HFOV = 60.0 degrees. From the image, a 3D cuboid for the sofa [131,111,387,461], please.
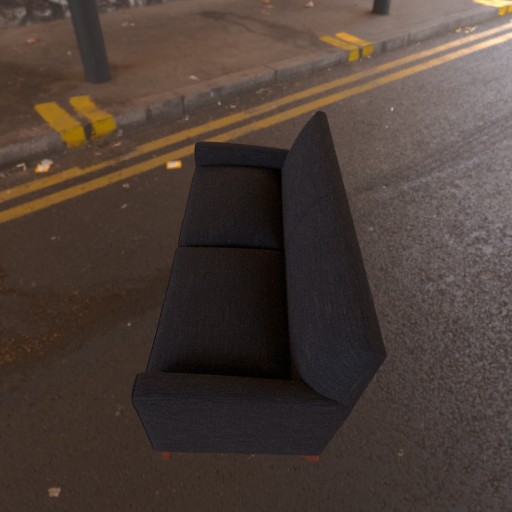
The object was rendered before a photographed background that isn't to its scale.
[{"bbox_3d":[0.000,0.000,2.410,0.875,0.846,1.976,1,41,1],"label":"sofa"}]
